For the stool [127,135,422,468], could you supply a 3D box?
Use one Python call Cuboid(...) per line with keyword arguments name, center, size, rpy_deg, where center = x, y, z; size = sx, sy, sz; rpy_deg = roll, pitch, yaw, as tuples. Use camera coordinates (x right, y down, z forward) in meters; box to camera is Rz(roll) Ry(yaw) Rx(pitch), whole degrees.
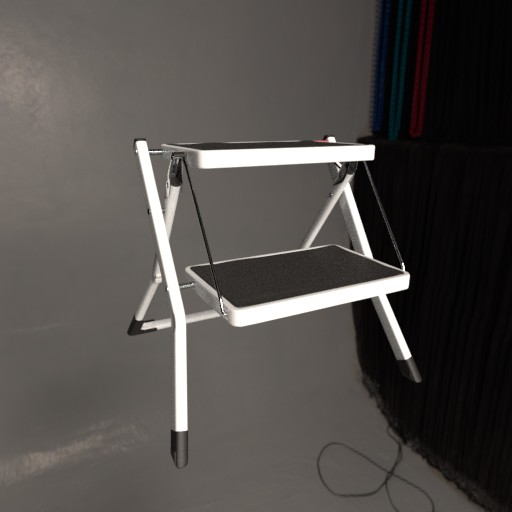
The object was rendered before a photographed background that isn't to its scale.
Cuboid(name="stool", center=(0.000, 0.000, 0.858), size=(0.485, 0.445, 0.490), rpy_deg=(-9, 19, -26))
